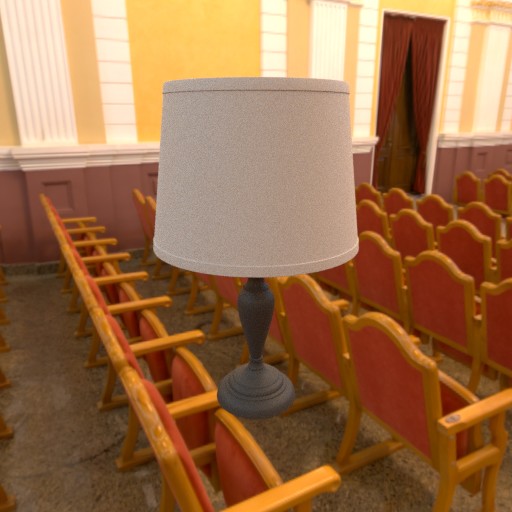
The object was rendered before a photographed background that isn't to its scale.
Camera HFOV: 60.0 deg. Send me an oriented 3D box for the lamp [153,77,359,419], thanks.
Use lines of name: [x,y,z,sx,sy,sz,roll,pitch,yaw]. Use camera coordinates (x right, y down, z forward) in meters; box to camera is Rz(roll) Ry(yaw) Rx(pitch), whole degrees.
lamp: [0.000,0.000,0.691,0.310,0.501,0.310,0,18,0]
